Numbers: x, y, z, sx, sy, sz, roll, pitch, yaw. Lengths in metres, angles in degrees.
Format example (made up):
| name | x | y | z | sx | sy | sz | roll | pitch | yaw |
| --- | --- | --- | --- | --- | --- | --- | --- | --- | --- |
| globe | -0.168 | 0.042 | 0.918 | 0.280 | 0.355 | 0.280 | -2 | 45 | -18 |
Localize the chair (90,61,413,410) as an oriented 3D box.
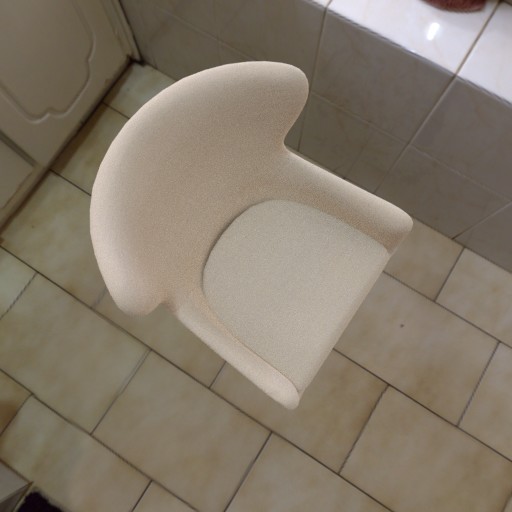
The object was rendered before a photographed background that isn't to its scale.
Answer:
| name | x | y | z | sx | sy | sz | roll | pitch | yaw |
| --- | --- | --- | --- | --- | --- | --- | --- | --- | --- |
| chair | 0.000 | 0.000 | 1.439 | 0.744 | 0.990 | 0.696 | 34 | 79 | 7 |
